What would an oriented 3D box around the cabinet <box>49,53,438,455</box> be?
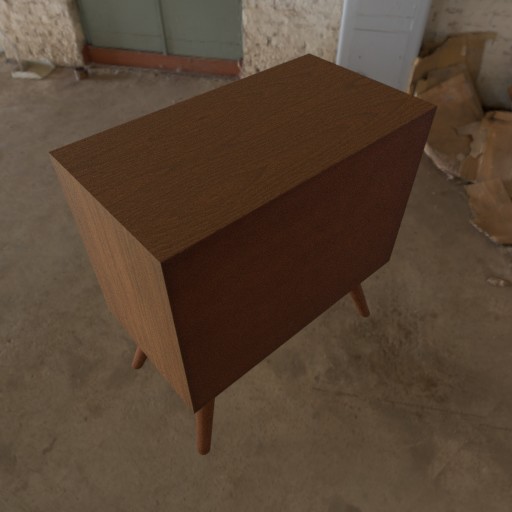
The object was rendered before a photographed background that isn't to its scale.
[{"bbox_3d":[0.000,0.000,1.164,0.712,0.748,0.388,-32,54,-28],"label":"cabinet"}]
